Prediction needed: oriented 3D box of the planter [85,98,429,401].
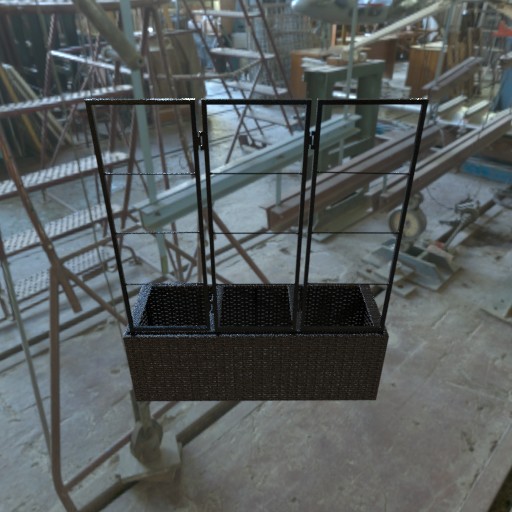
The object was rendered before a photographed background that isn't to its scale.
[{"bbox_3d":[0.000,0.000,1.170,0.699,0.841,0.244,0,31,0],"label":"planter"}]
